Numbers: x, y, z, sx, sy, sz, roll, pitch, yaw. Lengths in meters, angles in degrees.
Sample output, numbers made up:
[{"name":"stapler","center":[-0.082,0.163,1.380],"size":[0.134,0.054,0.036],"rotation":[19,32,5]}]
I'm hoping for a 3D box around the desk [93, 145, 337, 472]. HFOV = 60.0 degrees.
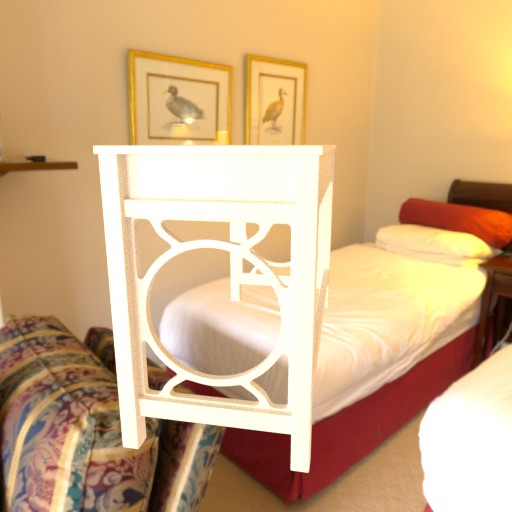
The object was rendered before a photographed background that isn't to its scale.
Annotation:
[{"name":"desk","center":[0.000,0.000,1.571],"size":[0.504,0.762,1.191],"rotation":[3,14,11]}]
